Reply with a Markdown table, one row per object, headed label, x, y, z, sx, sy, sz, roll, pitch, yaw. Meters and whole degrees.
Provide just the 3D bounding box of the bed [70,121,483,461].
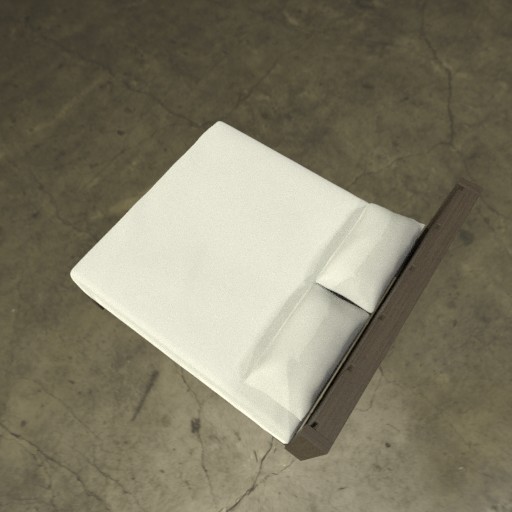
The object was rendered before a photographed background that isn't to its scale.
| label | x | y | z | sx | sy | sz | roll | pitch | yaw |
| --- | --- | --- | --- | --- | --- | --- | --- | --- | --- |
| bed | 0.000 | 0.000 | 3.070 | 1.992 | 1.261 | 1.735 | 33 | 68 | 15 |
